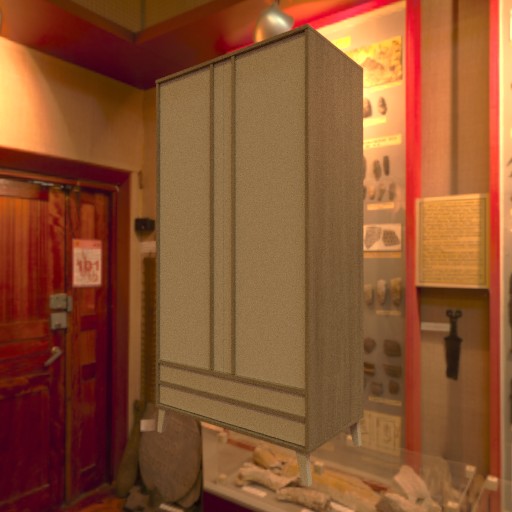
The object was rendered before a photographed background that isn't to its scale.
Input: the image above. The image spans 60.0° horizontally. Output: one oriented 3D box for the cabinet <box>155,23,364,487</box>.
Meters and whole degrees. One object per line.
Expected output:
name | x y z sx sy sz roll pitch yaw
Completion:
cabinet | 0.000 0.000 2.439 1.006 1.999 0.571 0 0 38
